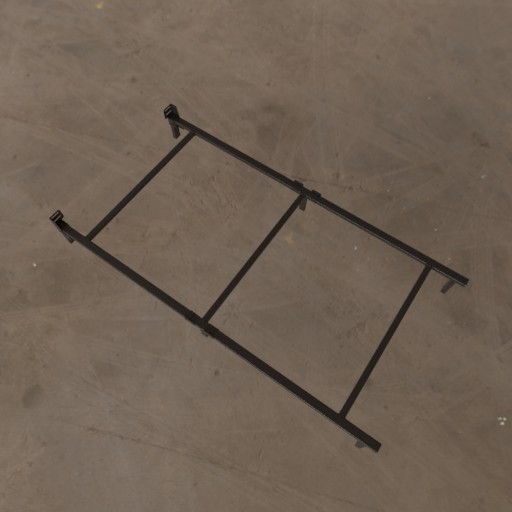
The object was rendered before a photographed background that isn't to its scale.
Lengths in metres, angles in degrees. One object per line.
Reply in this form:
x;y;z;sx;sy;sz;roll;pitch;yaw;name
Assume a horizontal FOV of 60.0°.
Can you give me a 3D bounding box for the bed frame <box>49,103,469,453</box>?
0.000;0.000;2.295;1.897;0.248;0.968;32;68;15;bed frame
